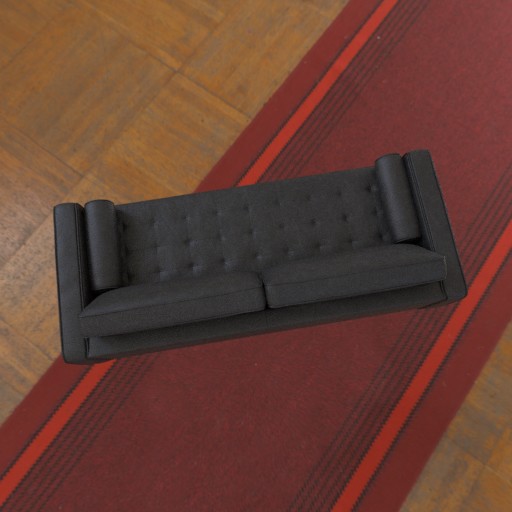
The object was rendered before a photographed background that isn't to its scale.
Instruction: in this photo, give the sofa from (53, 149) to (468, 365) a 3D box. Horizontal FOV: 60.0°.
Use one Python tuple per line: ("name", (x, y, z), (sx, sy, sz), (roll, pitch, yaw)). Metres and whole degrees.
("sofa", (0.000, 0.000, 2.608), (2.210, 0.762, 0.914), (-9, 76, -2))
